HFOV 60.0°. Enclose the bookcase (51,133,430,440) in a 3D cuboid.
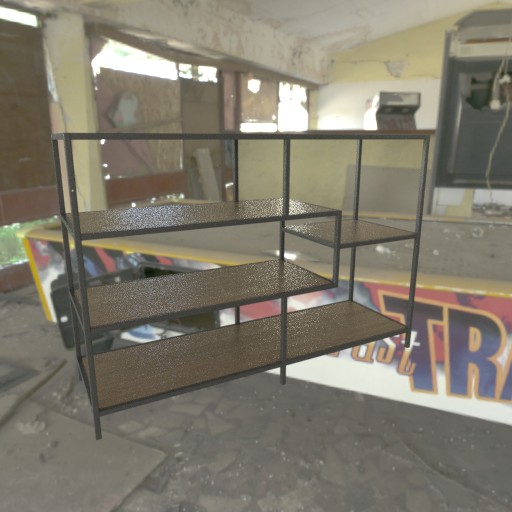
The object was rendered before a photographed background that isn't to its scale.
[{"bbox_3d":[0.000,0.000,1.474,1.140,0.780,0.350,-8,17,-27],"label":"bookcase"}]
